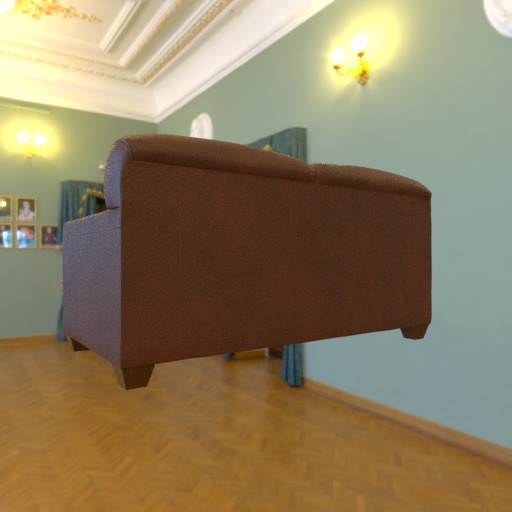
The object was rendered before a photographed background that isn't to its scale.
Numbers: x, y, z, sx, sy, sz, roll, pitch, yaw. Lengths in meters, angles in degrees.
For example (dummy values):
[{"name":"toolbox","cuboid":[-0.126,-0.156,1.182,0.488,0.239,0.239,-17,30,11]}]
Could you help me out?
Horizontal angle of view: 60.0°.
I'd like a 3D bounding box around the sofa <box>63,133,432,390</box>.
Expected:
[{"name":"sofa","cuboid":[0.000,0.000,2.454,1.856,0.966,1.000,0,0,-35]}]
